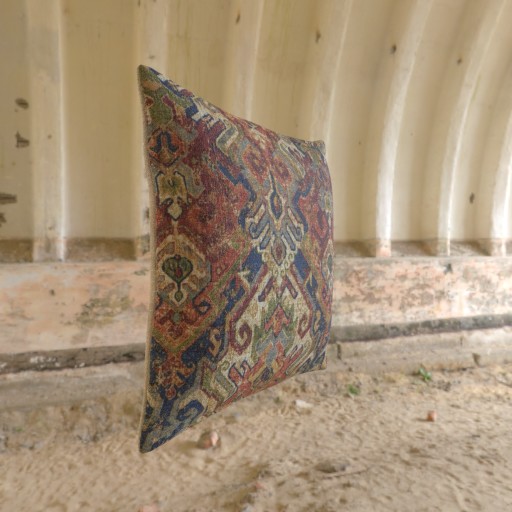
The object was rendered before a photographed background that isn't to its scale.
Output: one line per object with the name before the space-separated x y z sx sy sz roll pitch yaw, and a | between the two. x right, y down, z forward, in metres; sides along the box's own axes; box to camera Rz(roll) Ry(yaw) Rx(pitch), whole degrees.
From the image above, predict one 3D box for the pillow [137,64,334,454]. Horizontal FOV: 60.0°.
pillow | 0.000 0.000 0.780 0.166 0.506 0.523 1 1 36
